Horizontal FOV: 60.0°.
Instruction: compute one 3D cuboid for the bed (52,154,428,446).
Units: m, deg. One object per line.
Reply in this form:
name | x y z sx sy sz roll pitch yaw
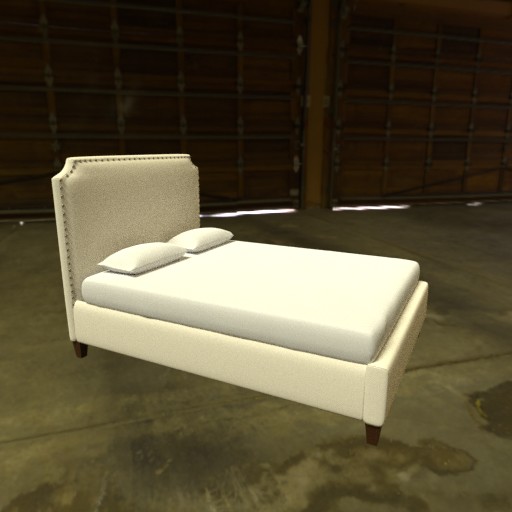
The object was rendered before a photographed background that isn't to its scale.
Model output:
bed | 0.000 0.000 3.420 2.372 1.497 1.712 7 16 26
